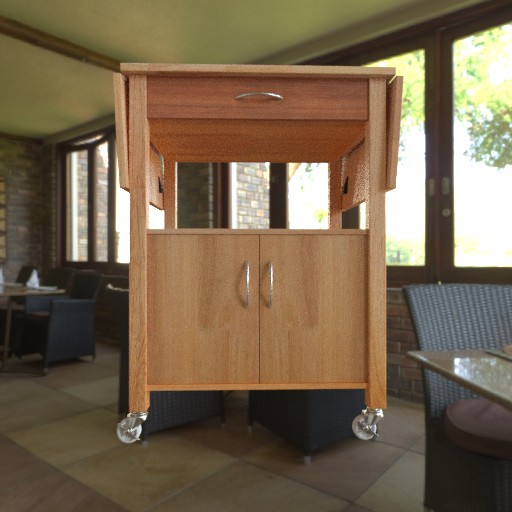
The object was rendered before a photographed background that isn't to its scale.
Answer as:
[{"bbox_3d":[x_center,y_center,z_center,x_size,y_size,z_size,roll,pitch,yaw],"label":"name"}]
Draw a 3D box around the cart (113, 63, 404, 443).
[{"bbox_3d":[0.000,0.000,1.223,0.640,0.838,0.508,0,0,-2],"label":"cart"}]
